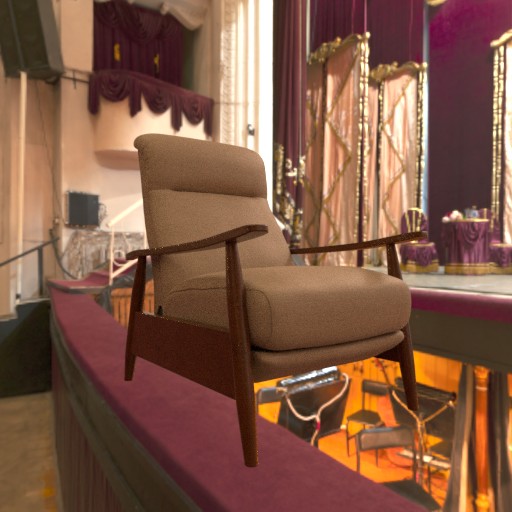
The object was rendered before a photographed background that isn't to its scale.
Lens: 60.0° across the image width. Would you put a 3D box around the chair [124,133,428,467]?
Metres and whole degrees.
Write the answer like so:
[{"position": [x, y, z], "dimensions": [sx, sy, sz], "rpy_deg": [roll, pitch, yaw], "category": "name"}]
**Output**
[{"position": [0.000, 0.000, 1.747], "dimensions": [0.762, 1.082, 1.030], "rpy_deg": [-1, 1, -36], "category": "chair"}]
